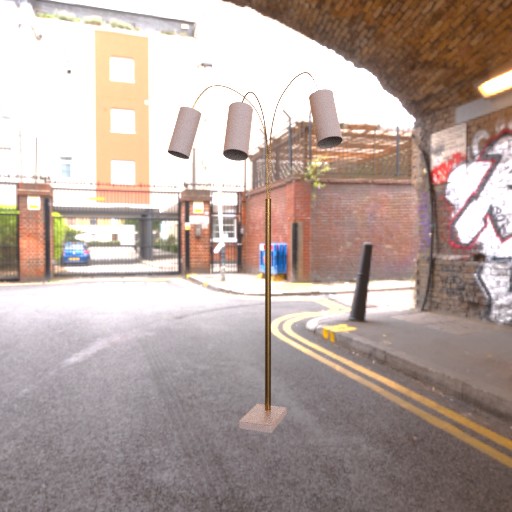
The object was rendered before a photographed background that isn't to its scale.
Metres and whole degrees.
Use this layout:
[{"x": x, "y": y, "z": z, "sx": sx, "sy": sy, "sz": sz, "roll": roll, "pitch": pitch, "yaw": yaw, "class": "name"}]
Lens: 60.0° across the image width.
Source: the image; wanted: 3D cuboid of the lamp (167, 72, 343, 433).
[{"x": 0.000, "y": 0.000, "z": 2.552, "sx": 1.020, "sy": 2.055, "sz": 0.667, "roll": 1, "pitch": 2, "yaw": 21, "class": "lamp"}]
